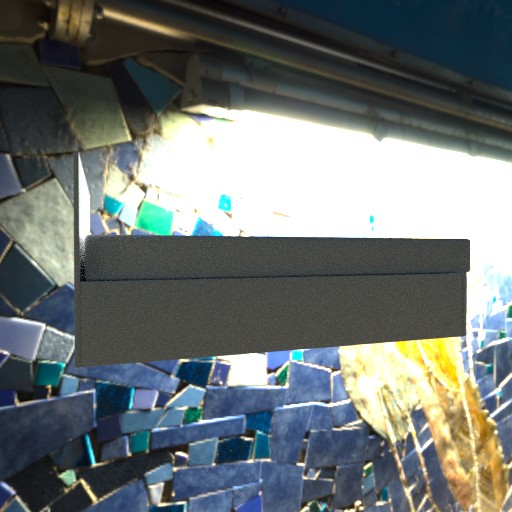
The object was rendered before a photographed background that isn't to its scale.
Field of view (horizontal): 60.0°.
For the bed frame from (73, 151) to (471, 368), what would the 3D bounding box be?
[{"bbox_3d":[0.000,0.000,2.604,1.900,0.800,1.400,0,1,-19],"label":"bed frame"}]
